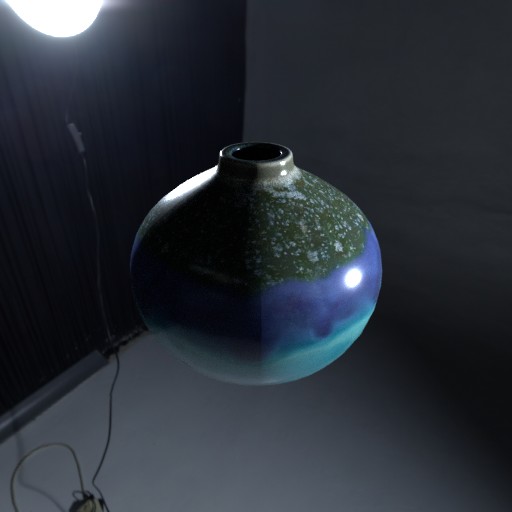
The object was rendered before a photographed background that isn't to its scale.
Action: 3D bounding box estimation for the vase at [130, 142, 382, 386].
[{"bbox_3d":[0.000,0.000,0.277,0.154,0.133,0.154,0,31,0],"label":"vase"}]
